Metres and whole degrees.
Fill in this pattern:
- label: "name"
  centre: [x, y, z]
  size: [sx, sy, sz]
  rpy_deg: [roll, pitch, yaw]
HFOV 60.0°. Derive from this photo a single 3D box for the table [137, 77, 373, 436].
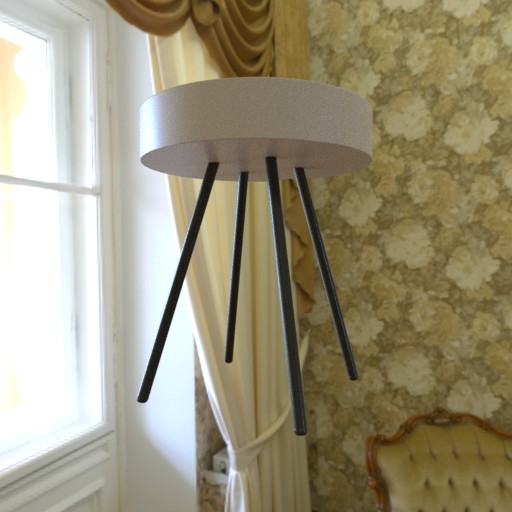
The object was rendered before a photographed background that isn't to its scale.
- label: "table"
  centre: [0.000, 0.000, 0.858]
  size: [0.450, 0.525, 0.450]
  rpy_deg: [0, 1, 0]
